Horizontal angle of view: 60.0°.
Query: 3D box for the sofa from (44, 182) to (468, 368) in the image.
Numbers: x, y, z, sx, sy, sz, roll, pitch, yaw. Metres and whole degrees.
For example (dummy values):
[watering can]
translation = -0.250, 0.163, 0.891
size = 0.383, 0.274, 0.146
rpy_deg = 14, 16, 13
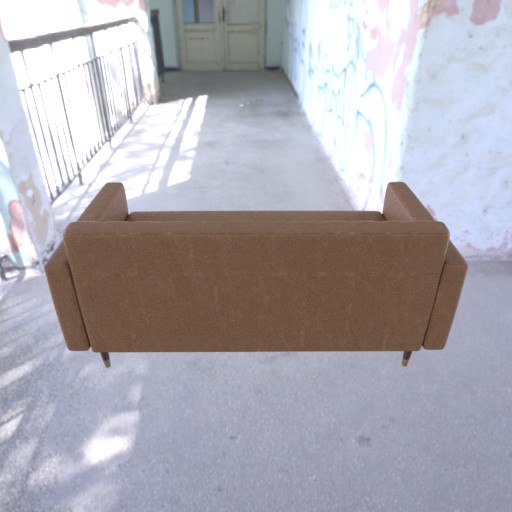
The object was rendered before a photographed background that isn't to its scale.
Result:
[sofa]
translation = 0.000, 0.000, 2.422
size = 1.847, 0.821, 0.993
rpy_deg = 0, 31, 0
